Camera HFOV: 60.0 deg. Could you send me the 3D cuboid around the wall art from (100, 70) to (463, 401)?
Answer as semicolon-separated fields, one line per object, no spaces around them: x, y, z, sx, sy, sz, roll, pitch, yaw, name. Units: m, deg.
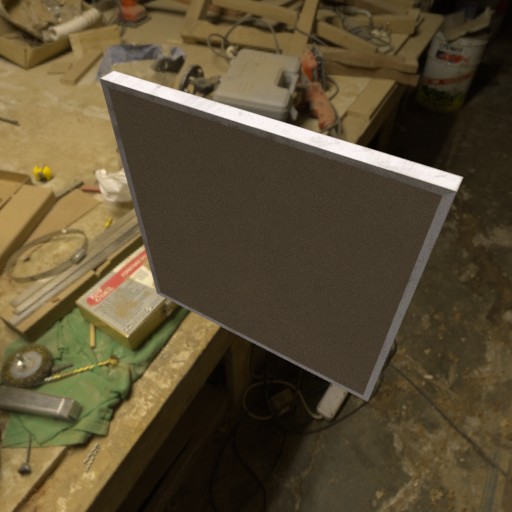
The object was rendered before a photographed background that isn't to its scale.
0.000;0.000;0.748;0.508;0.506;0.029;23;52;20;wall art
